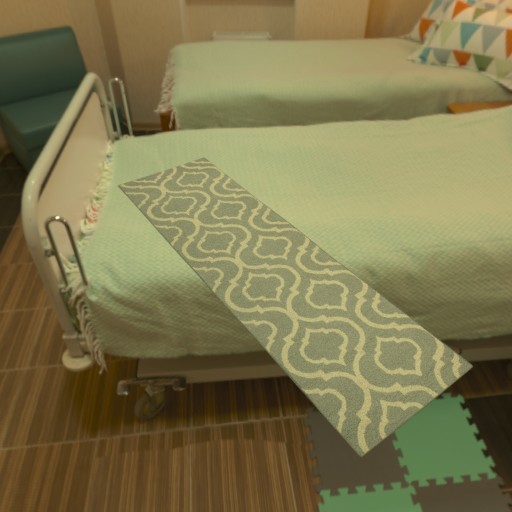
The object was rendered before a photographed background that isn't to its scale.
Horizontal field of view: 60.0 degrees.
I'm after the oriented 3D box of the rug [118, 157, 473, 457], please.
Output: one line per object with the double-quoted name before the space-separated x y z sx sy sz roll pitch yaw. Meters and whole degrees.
"rug" 0.000 0.000 2.457 0.684 0.009 2.275 -25 47 -26
